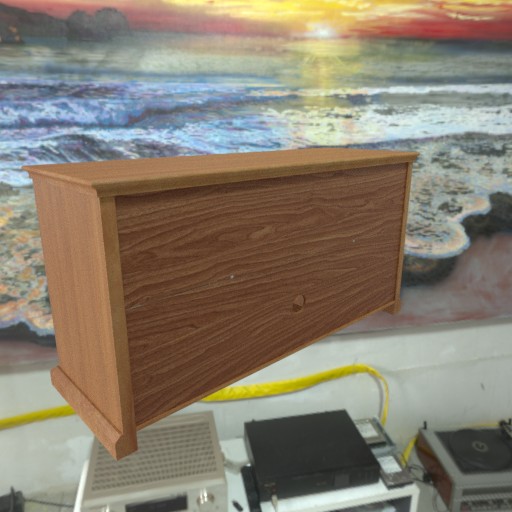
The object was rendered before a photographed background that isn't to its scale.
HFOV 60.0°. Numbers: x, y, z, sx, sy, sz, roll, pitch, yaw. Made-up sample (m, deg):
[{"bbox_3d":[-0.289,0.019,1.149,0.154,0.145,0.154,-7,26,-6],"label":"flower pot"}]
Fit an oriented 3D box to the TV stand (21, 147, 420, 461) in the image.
[{"bbox_3d":[0.000,0.000,1.398,1.181,0.607,0.417,-15,22,-40],"label":"TV stand"}]
